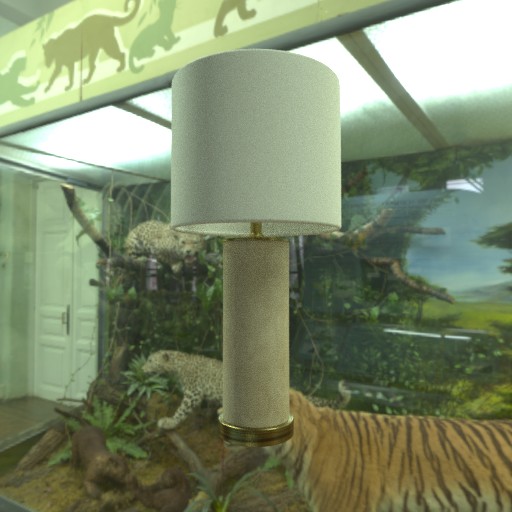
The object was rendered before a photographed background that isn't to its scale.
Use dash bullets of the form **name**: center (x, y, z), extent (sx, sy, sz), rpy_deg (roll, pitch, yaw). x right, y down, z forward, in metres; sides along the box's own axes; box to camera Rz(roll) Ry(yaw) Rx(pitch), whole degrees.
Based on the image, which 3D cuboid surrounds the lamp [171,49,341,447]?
- **lamp**: center (0.000, 0.000, 0.807), extent (0.305, 0.634, 0.305), rpy_deg (0, -2, 1)
